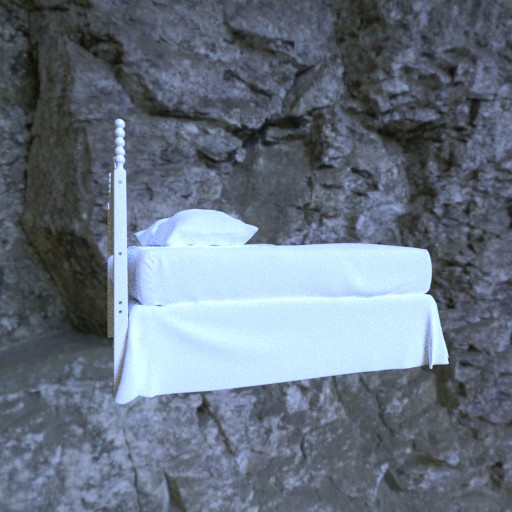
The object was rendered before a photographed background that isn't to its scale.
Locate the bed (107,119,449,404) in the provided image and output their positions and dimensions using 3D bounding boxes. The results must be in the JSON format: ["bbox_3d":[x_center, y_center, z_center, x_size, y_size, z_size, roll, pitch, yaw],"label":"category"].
[{"bbox_3d":[0.000,0.000,3.239,2.040,1.356,1.873,0,1,-19],"label":"bed"}]
